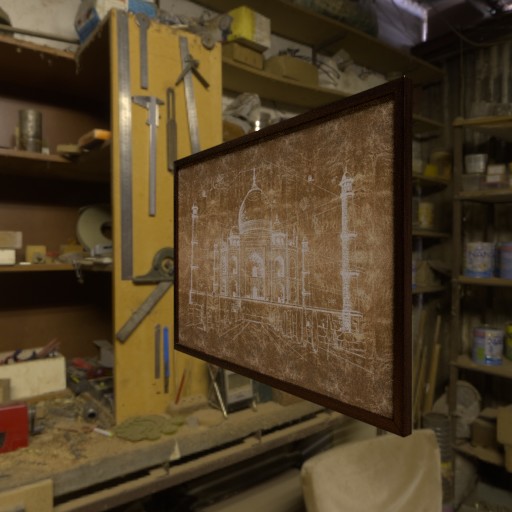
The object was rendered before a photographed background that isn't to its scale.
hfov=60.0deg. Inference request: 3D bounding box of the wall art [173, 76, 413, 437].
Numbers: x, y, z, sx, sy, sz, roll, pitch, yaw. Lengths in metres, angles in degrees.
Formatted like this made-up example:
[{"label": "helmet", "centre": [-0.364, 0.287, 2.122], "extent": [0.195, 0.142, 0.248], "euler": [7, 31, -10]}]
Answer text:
[{"label": "wall art", "centre": [0.000, 0.000, 0.548], "extent": [0.012, 0.304, 0.431], "euler": [0, 0, -37]}]
